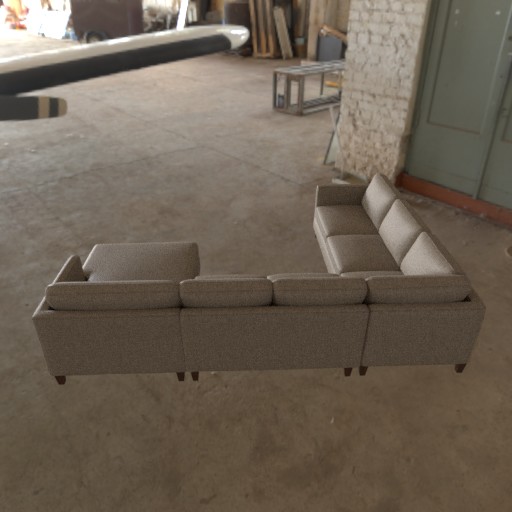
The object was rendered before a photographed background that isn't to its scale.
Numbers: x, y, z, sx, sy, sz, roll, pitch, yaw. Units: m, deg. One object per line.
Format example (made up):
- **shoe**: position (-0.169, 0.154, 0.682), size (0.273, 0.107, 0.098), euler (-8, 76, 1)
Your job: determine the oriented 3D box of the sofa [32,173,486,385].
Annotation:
- **sofa**: position (0.000, 0.000, 4.451), size (3.403, 0.889, 2.551), euler (-1, 31, -2)
